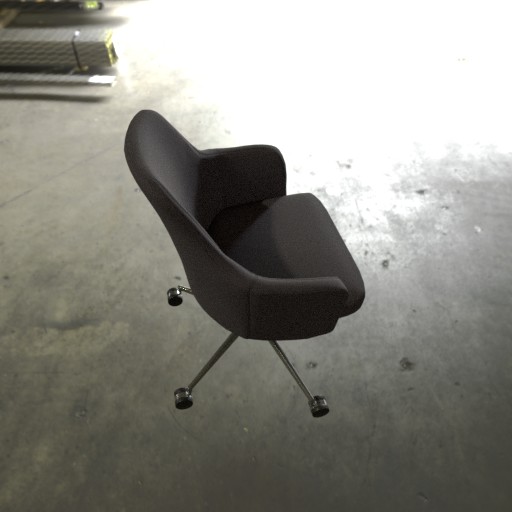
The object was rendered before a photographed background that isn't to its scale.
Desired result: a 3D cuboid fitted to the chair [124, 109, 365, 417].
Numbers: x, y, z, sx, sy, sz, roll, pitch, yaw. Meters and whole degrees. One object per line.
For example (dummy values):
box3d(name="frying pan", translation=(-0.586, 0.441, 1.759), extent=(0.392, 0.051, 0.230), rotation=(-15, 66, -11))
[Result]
box3d(name="chair", translation=(0.000, 0.000, 1.256), extent=(0.600, 0.820, 0.655), rotation=(-10, 47, -9))
